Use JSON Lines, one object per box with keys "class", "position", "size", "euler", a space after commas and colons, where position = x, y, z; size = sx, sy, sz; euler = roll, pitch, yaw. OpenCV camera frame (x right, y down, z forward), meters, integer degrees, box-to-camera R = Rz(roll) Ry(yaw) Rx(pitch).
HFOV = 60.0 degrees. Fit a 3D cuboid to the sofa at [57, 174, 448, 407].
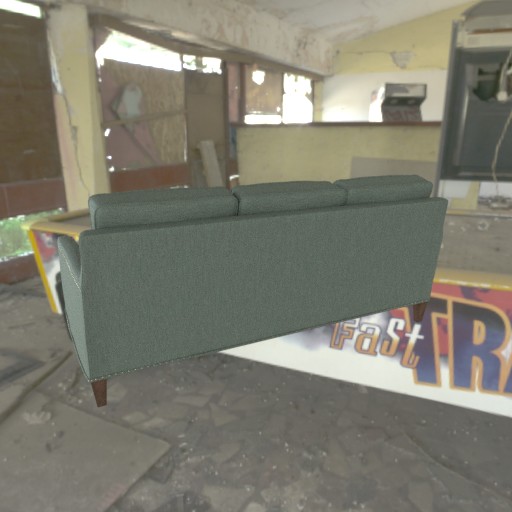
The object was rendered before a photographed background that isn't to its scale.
{"class": "sofa", "position": [0.000, 0.000, 2.813], "size": [2.246, 1.003, 1.084], "euler": [-8, 18, -26]}
